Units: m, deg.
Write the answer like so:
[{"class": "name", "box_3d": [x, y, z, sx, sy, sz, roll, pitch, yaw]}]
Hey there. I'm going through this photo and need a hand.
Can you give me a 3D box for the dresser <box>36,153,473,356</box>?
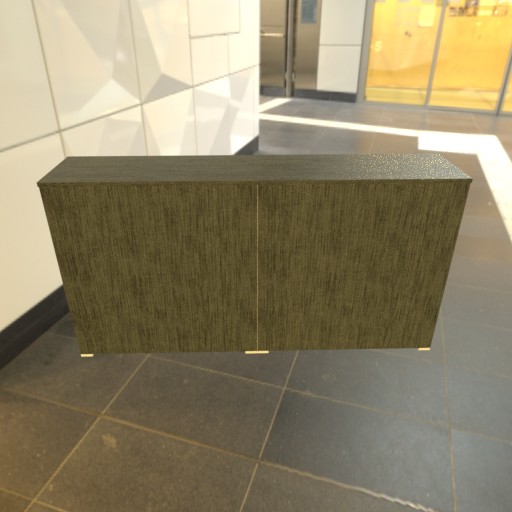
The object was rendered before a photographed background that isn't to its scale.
[{"class": "dresser", "box_3d": [0.000, 0.000, 1.895, 1.535, 0.790, 0.333, -1, 29, -1]}]
